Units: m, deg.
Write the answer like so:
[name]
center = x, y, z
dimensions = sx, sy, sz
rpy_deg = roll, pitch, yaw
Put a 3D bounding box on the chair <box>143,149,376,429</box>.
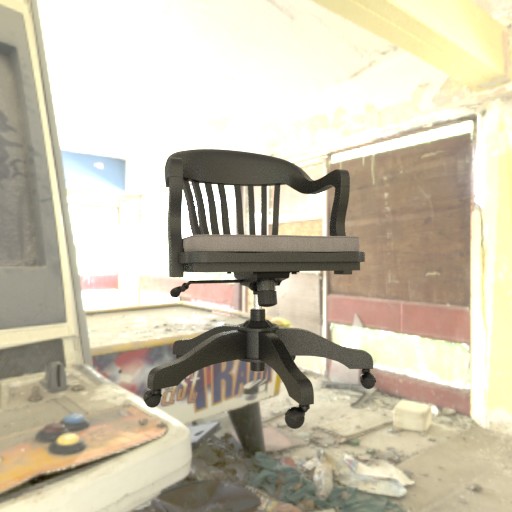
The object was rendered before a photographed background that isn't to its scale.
[chair]
center = 0.000, 0.000, 1.487
dimensions = 0.750, 0.878, 0.788
rpy_deg = 0, 0, -19
